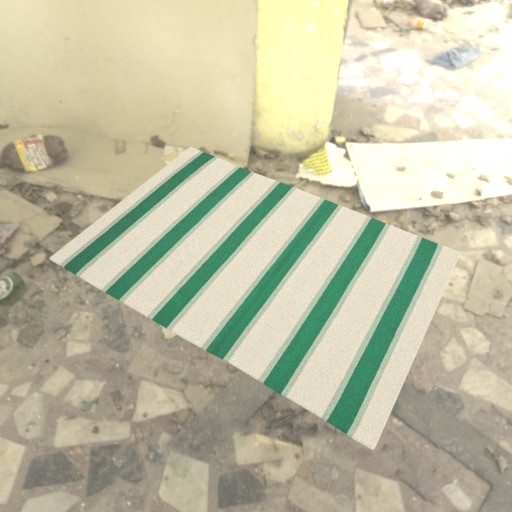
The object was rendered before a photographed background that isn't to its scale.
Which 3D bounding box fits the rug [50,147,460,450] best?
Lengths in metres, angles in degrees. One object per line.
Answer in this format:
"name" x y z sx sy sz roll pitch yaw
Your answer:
"rug" 0.000 0.000 2.360 1.829 0.012 1.210 25 53 21
